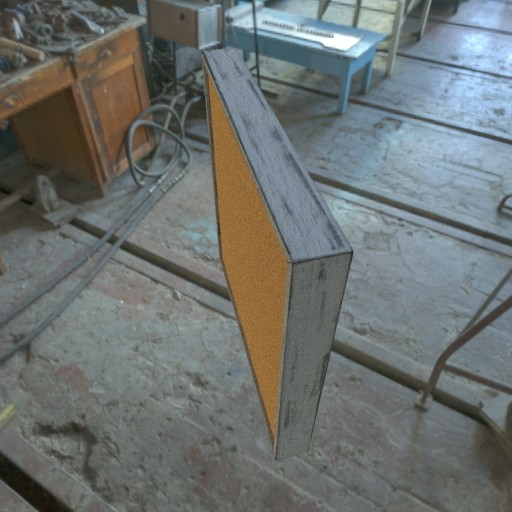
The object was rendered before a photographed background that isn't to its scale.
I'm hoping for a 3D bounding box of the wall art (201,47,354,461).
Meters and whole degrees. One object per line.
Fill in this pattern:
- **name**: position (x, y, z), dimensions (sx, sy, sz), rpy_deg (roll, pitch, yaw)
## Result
- **wall art**: position (0.000, 0.000, 0.460), dimensions (0.036, 0.303, 0.303), rpy_deg (-11, 47, -10)
